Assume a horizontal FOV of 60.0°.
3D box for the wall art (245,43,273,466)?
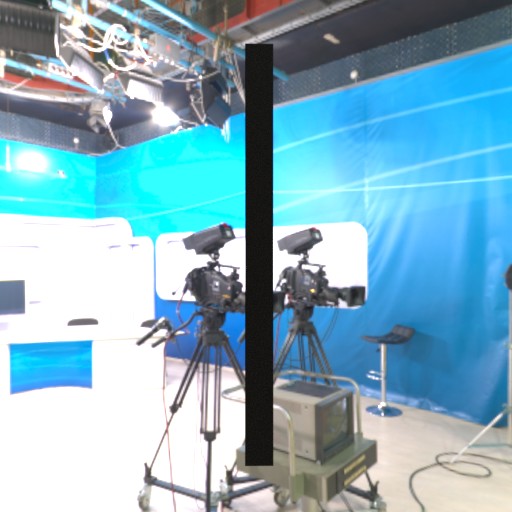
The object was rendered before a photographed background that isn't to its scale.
[{"bbox_3d":[0.000,0.000,0.753,0.030,0.454,0.554,0,0,-1],"label":"wall art"}]
